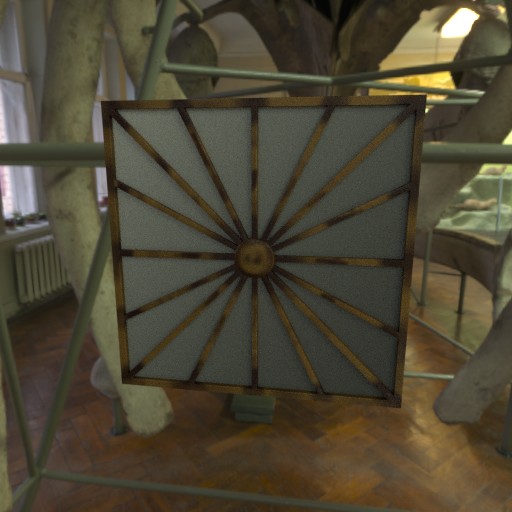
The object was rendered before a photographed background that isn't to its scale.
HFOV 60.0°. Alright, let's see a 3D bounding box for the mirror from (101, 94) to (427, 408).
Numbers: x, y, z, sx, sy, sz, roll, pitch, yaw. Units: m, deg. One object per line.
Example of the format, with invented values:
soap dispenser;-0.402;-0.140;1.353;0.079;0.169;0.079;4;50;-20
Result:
mirror;0.000;0.000;0.755;0.509;0.507;0.042;2;13;9
